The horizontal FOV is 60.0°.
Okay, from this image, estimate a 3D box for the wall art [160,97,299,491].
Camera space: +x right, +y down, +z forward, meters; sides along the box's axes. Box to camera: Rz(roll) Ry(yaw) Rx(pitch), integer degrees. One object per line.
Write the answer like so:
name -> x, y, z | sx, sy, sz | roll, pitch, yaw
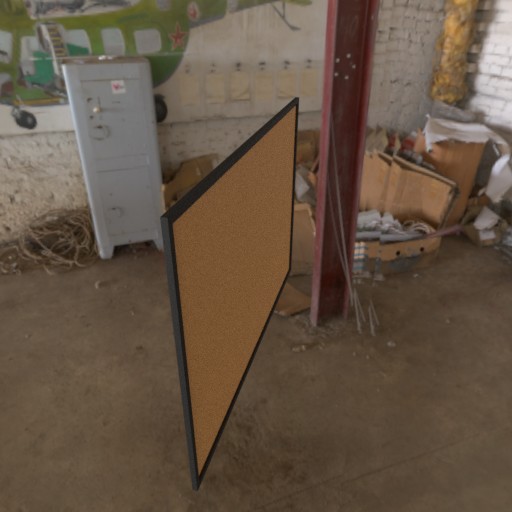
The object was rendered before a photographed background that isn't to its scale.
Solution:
wall art -> 0.000, 0.000, 1.215 | 0.013, 0.665, 0.963 | 8, 31, 14
